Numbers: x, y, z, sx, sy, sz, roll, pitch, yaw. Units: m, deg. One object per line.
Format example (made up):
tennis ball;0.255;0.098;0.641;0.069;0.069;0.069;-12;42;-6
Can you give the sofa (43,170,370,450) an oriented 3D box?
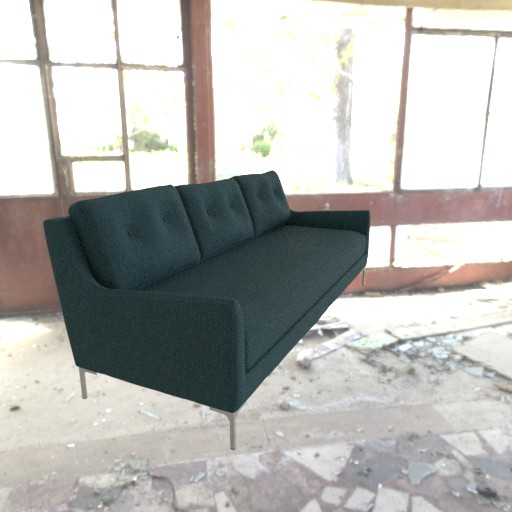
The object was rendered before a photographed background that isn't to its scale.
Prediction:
sofa;0.000;0.000;2.492;0.849;0.837;2.060;7;17;25
